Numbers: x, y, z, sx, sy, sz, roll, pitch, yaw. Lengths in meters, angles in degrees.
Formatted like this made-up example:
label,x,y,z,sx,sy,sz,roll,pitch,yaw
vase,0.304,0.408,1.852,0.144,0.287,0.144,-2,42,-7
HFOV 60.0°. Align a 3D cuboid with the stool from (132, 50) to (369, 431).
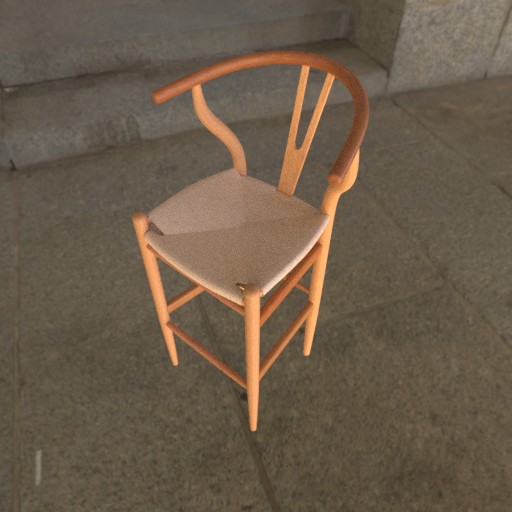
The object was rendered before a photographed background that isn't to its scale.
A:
label,x,y,z,sx,sy,sz,roll,pitch,yaw
stool,0.000,0.000,1.387,0.574,1.068,0.561,31,53,27
